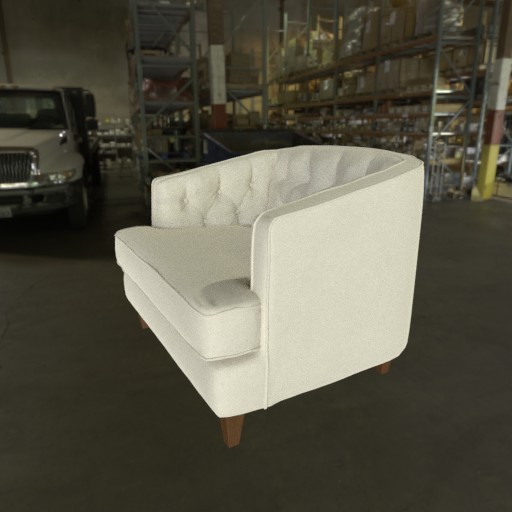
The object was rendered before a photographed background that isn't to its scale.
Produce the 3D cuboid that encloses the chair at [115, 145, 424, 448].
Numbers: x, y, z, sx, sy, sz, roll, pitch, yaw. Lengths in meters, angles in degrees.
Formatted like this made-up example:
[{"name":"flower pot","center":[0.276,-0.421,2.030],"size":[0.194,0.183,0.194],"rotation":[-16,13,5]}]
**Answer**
[{"name":"chair","center":[0.000,0.000,1.806],"size":[0.941,0.852,1.104],"rotation":[-9,18,-28]}]
